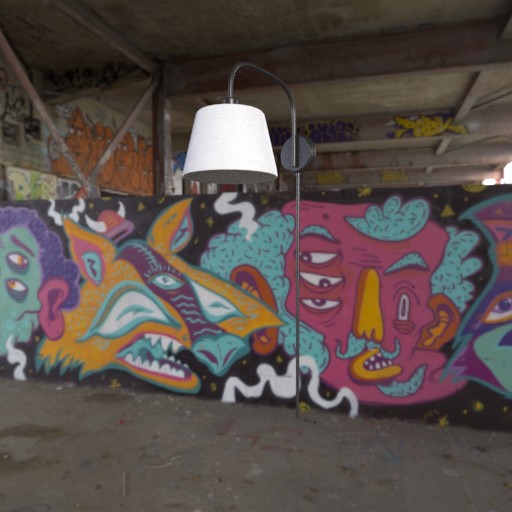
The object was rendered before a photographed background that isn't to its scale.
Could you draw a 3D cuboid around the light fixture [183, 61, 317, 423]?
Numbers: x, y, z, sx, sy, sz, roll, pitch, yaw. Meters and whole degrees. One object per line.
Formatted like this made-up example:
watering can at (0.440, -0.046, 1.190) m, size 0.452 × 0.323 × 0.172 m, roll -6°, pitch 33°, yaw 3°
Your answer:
light fixture at (0.000, 0.000, 0.468) m, size 0.092 × 0.399 × 0.176 m, roll 1°, pitch 2°, yaw 37°
